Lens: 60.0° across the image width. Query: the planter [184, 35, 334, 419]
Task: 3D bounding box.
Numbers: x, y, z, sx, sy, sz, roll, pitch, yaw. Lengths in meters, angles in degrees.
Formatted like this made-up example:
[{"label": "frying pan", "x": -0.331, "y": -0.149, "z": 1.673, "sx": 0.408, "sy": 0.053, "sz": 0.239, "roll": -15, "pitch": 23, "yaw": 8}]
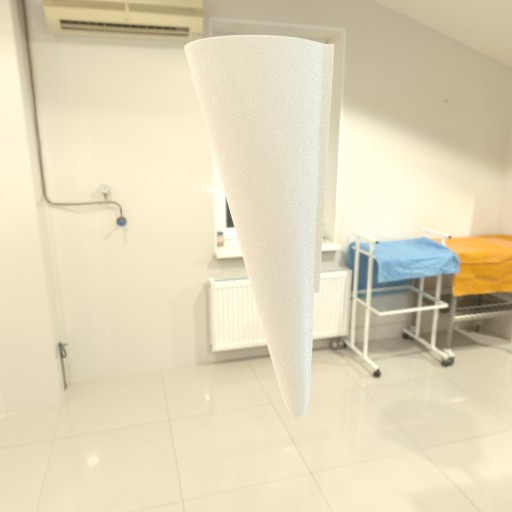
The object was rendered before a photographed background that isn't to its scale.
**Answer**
[{"label": "planter", "x": 0.000, "y": 0.000, "z": 0.225, "sx": 0.064, "sy": 0.193, "sz": 0.057, "roll": -2, "pitch": 15, "yaw": -9}]
